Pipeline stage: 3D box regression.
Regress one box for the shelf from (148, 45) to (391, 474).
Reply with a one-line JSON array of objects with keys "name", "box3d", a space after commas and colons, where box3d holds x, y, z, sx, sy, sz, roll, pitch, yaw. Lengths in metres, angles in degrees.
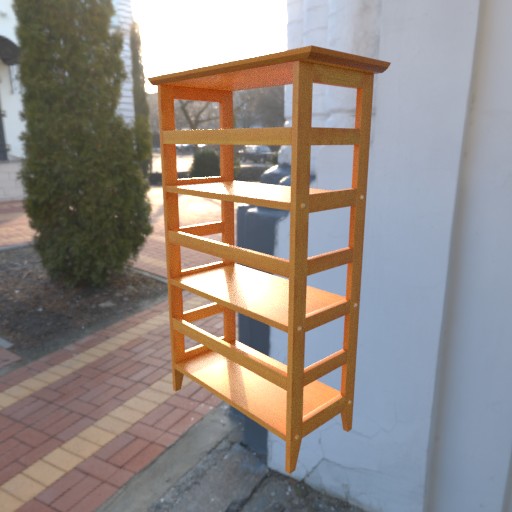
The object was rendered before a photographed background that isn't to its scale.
[{"name": "shelf", "box3d": [0.000, 0.000, 1.371, 0.305, 1.067, 0.660, -13, 20, -41]}]
